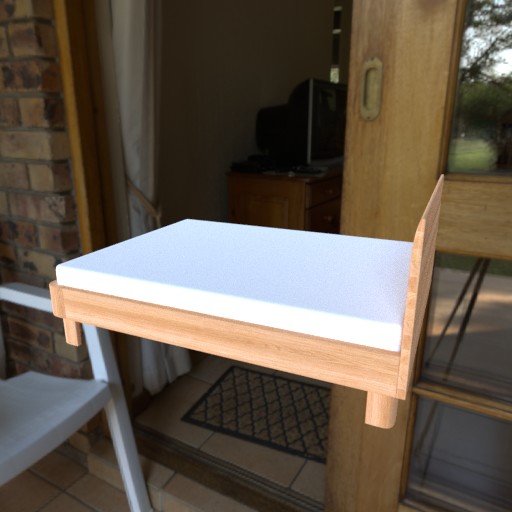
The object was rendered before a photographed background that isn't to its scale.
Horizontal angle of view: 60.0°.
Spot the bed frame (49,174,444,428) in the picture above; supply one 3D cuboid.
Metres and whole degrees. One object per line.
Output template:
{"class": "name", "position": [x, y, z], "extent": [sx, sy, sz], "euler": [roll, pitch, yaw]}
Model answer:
{"class": "bed frame", "position": [0.000, 0.000, 2.742], "extent": [1.992, 0.940, 1.472], "euler": [8, 19, 23]}
